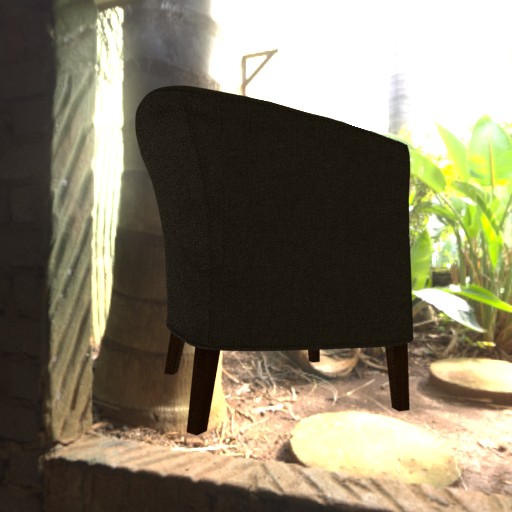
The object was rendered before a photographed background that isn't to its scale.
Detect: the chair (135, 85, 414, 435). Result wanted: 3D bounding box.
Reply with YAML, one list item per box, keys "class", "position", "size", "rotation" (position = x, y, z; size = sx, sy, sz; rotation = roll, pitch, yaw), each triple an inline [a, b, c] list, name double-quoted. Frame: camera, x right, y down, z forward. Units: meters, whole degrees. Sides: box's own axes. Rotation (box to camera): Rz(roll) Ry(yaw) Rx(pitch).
- class: "chair"
  position: [0.000, 0.000, 1.274]
  size: [0.668, 0.771, 0.600]
  rotation: [0, 0, -17]
